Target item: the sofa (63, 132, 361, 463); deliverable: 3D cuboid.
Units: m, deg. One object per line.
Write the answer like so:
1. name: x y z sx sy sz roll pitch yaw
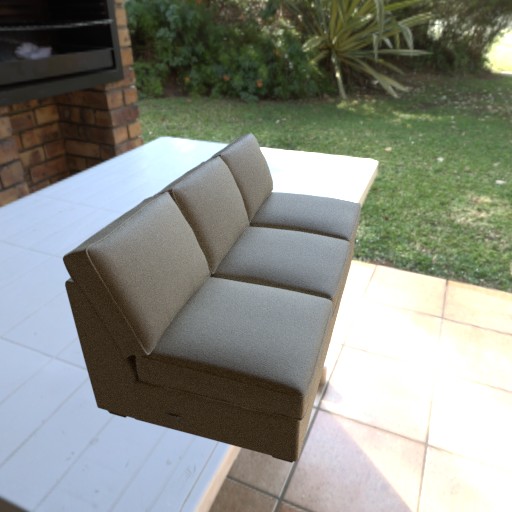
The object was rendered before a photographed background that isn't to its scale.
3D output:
1. sofa: 0.000 0.000 2.564 1.027 0.973 1.962 9 31 15
